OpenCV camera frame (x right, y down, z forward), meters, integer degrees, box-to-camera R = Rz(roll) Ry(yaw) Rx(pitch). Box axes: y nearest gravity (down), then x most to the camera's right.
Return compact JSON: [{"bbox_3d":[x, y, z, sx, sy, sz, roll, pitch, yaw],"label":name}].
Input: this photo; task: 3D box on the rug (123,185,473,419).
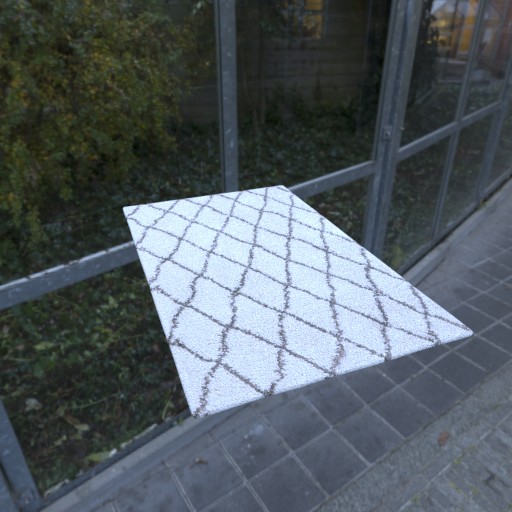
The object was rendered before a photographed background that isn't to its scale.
[{"bbox_3d":[0.000,0.000,3.093,1.524,0.030,2.438,-11,31,-19],"label":"rug"}]
